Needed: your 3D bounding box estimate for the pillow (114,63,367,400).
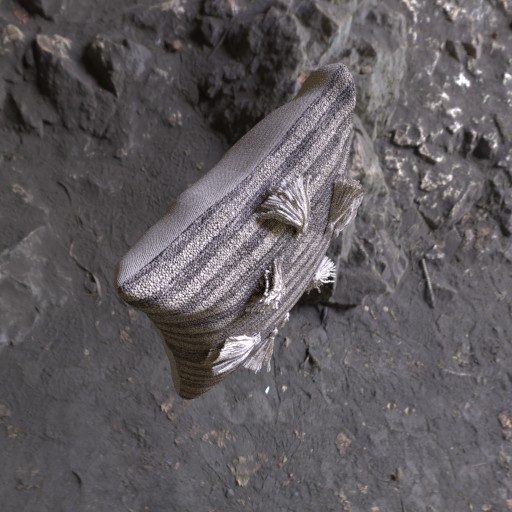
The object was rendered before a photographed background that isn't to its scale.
[{"bbox_3d":[0.000,0.000,0.778,0.234,0.490,0.484,32,65,17],"label":"pillow"}]
